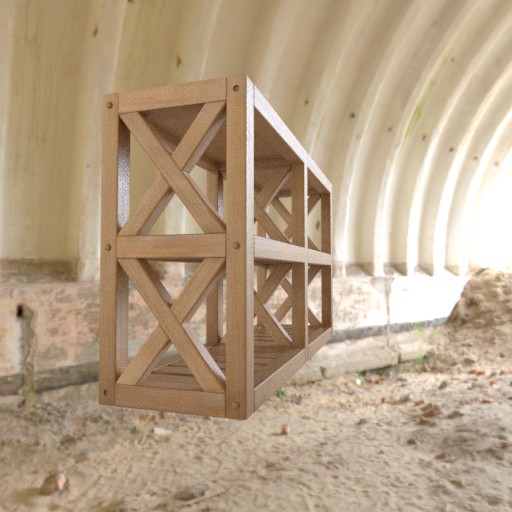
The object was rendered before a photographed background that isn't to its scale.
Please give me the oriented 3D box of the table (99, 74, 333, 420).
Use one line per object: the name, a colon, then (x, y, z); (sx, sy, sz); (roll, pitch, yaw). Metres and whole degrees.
table: (0.000, 0.000, 1.649); (0.381, 0.762, 1.320); (-1, -2, 18)
